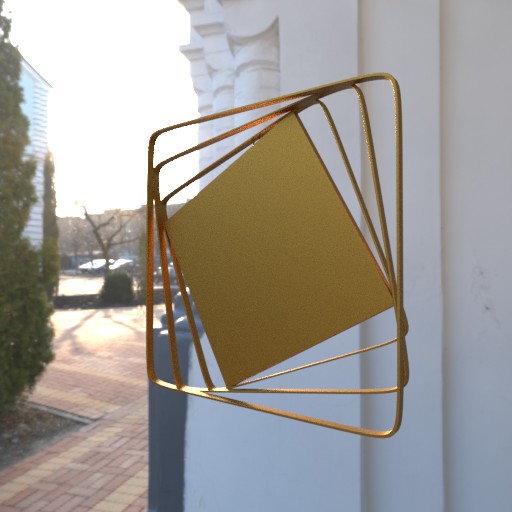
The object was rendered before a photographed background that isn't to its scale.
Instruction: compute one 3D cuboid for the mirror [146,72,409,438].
[{"bbox_3d":[0.000,0.000,0.695,0.470,0.468,0.045,-1,-1,36],"label":"mirror"}]
